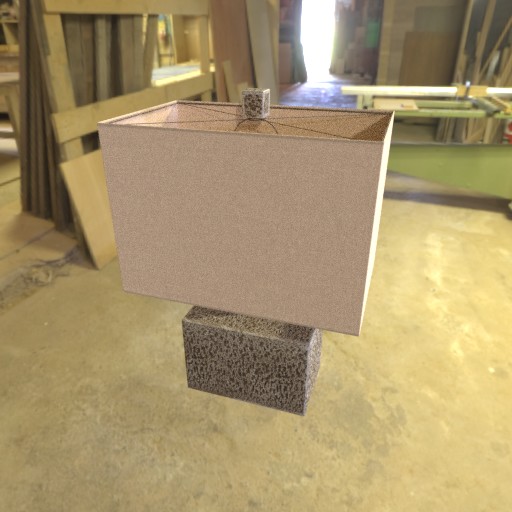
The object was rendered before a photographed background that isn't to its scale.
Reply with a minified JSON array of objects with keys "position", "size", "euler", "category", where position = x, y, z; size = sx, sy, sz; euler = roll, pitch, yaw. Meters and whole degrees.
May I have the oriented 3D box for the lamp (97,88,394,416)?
[{"position":[0.000,0.000,0.582],"size":[0.294,0.411,0.180],"euler":[8,28,16],"category":"lamp"}]
